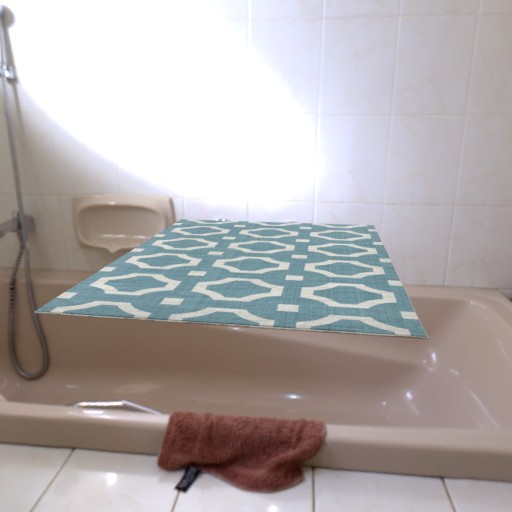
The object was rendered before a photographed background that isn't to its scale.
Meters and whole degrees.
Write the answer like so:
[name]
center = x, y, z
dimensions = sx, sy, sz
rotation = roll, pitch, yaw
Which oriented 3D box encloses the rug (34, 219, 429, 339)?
[rug]
center = 0.000, 0.000, 4.154
dimensions = 2.466, 0.021, 3.049
rotation = 2, 16, 8
